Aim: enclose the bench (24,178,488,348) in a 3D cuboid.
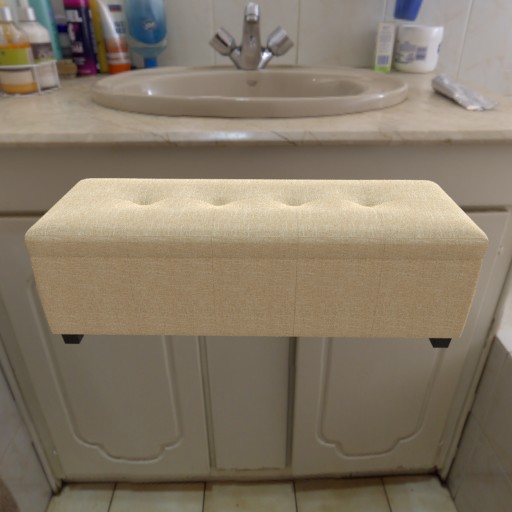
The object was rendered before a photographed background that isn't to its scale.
[{"bbox_3d":[0.000,0.000,1.413,1.219,0.406,0.432,0,30,1],"label":"bench"}]
